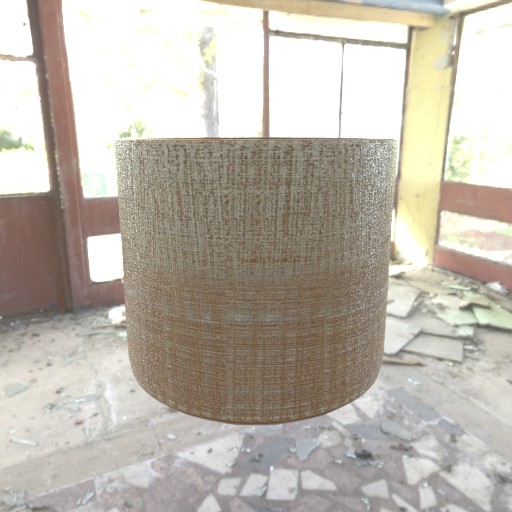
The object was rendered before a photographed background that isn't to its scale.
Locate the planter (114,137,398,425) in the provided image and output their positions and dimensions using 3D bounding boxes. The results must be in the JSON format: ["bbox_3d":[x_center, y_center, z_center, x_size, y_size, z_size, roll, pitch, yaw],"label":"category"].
[{"bbox_3d":[0.000,0.000,0.186,0.109,0.096,0.109,0,15,0],"label":"planter"}]
